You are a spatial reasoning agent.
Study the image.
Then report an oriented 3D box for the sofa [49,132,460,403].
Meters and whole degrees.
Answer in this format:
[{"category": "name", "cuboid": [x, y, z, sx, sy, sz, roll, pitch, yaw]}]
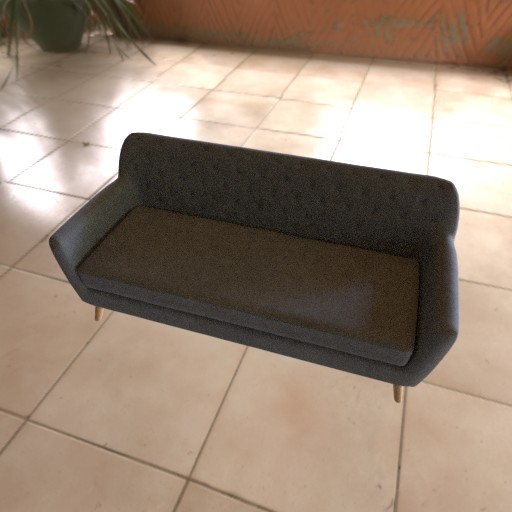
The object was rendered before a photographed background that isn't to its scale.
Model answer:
[{"category": "sofa", "cuboid": [0.000, 0.000, 2.376, 1.970, 0.830, 0.830, 12, 42, 14]}]
